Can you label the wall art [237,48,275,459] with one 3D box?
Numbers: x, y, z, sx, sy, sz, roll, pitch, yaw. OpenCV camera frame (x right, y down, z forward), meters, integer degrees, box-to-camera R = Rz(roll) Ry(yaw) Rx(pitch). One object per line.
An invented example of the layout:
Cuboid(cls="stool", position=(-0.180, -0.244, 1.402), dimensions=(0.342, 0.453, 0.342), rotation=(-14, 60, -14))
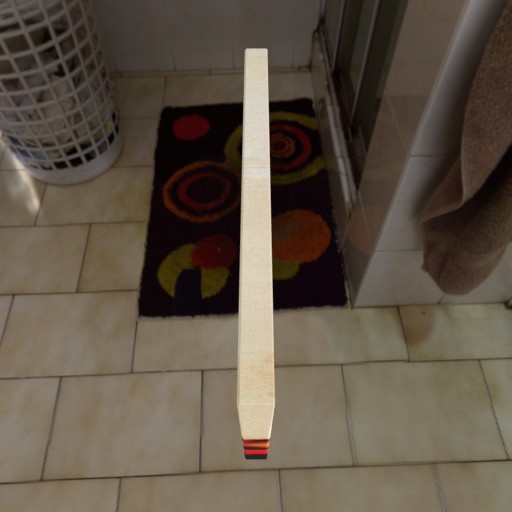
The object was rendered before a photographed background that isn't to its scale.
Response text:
Cuboid(cls="wall art", position=(0.000, 0.000, 0.790), dimensions=(0.040, 0.402, 0.613), rotation=(0, 58, 0))
